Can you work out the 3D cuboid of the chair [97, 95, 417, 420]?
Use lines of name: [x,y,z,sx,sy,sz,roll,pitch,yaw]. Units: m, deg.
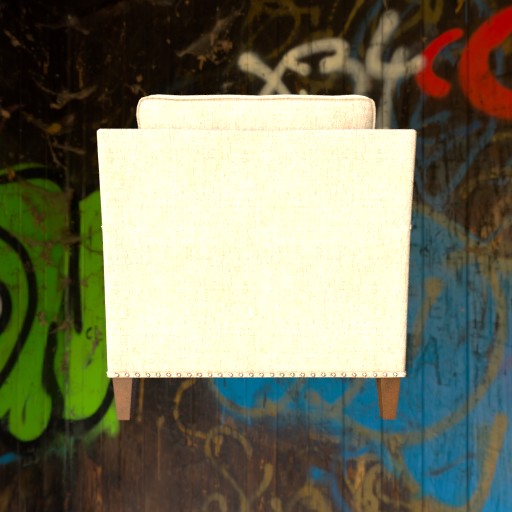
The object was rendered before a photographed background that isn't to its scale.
chair: [0.000,0.000,1.662,0.853,0.943,1.014,0,0,0]
